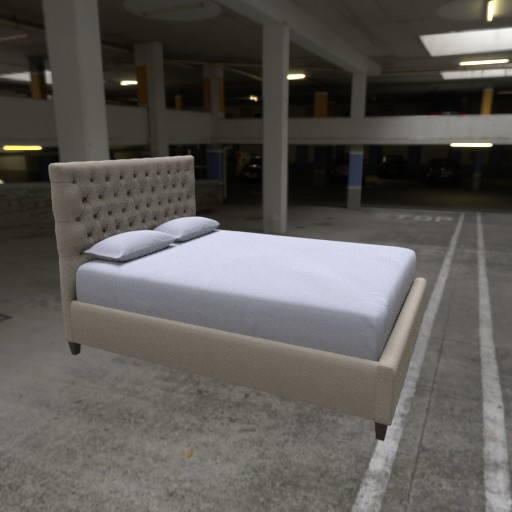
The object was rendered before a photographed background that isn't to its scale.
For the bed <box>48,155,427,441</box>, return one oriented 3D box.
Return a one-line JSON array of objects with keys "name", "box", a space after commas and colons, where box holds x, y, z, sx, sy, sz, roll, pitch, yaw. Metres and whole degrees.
[{"name": "bed", "box": [0.000, 0.000, 3.414, 2.387, 1.427, 1.698, 7, 16, 25]}]
